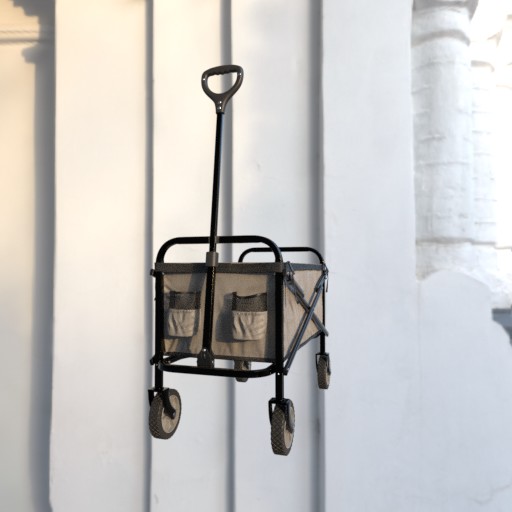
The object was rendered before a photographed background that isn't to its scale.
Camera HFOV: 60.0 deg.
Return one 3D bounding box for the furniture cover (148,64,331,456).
[{"bbox_3d":[0.000,0.000,1.865,0.532,1.295,1.038,-1,-2,18],"label":"furniture cover"}]
